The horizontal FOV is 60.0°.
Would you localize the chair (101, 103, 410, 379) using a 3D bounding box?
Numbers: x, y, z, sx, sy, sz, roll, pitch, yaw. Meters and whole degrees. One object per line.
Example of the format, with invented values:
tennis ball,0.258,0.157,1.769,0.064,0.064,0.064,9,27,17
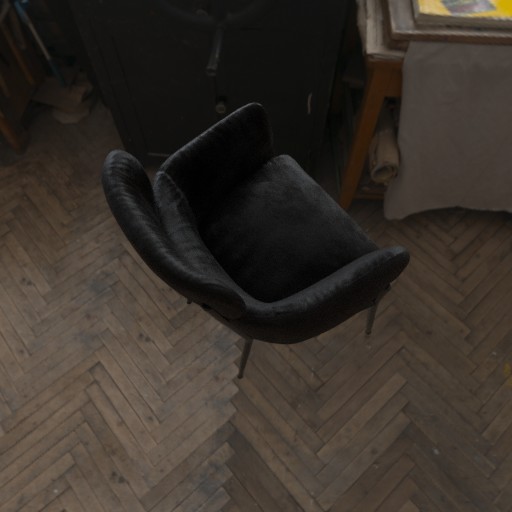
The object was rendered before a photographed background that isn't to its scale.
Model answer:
chair,0.000,0.000,1.265,0.604,0.818,0.640,-32,65,-16
